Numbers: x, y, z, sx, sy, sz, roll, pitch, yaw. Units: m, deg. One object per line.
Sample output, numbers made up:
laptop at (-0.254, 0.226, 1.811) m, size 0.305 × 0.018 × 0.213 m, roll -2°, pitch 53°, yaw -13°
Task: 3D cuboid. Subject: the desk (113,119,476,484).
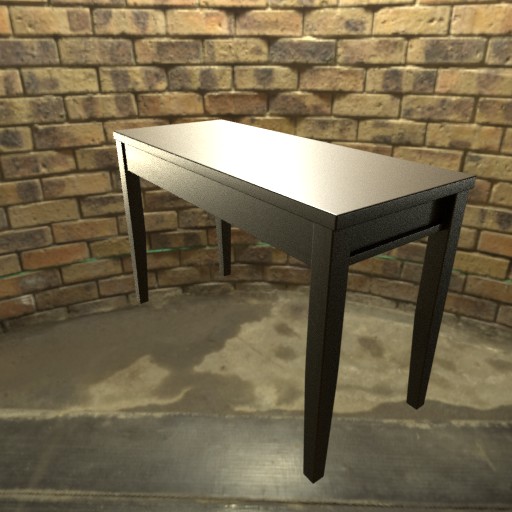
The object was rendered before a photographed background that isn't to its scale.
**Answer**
desk at (0.000, 0.000, 1.606) m, size 0.508 × 0.775 × 1.220 m, roll -17°, pitch 30°, yaw -32°
